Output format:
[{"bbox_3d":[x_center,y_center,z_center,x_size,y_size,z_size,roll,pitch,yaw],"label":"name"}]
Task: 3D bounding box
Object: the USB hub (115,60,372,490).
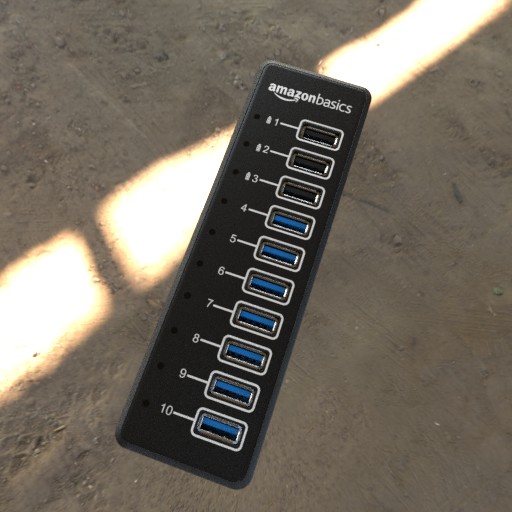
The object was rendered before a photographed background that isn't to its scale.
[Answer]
[{"bbox_3d":[0.000,0.000,0.160,0.044,0.023,0.145,18,76,5],"label":"USB hub"}]
